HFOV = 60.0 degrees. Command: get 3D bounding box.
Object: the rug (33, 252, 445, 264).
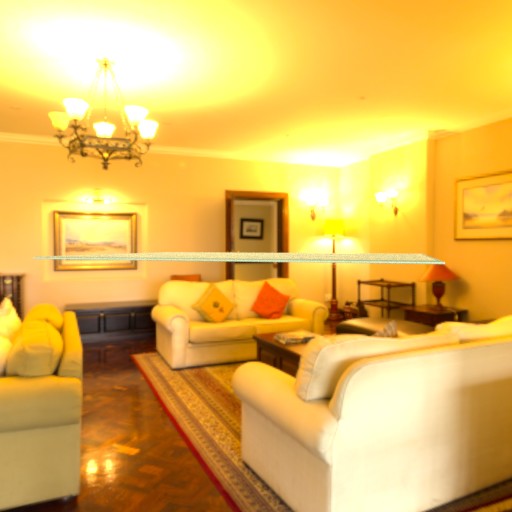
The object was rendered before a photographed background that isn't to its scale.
[{"bbox_3d":[0.000,0.000,2.980,2.205,0.014,1.589,0,2,18],"label":"rug"}]
